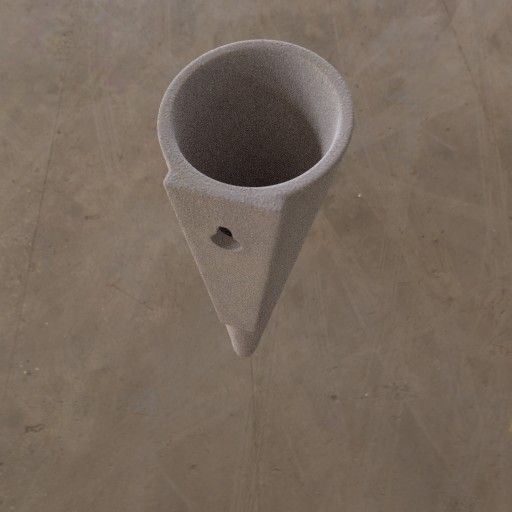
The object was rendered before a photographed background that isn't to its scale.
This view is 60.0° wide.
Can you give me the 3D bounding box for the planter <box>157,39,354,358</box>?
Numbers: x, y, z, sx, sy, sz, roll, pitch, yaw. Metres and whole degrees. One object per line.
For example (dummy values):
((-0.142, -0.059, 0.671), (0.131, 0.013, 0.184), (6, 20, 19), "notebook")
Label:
((0.000, 0.000, 0.292), (0.078, 0.259, 0.087), (15, 65, 7), "planter")
